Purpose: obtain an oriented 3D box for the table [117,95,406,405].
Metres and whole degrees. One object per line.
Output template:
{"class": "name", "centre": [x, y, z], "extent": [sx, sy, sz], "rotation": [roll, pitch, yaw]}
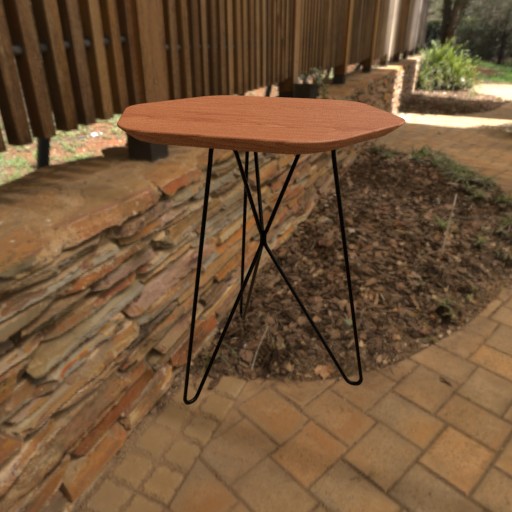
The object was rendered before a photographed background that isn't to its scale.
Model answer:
{"class": "table", "centre": [0.000, 0.000, 0.899], "extent": [0.500, 0.562, 0.400], "rotation": [8, 28, 16]}
